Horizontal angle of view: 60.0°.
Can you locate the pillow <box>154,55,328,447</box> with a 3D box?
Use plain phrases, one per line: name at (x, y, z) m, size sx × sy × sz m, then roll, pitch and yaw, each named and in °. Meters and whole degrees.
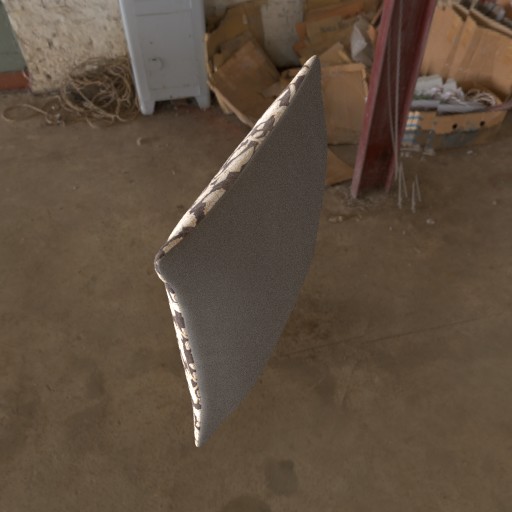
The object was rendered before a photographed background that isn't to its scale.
pillow at (0.000, 0.000, 0.783) m, size 0.166 × 0.507 × 0.526 m, roll 17°, pitch 49°, yaw 15°
